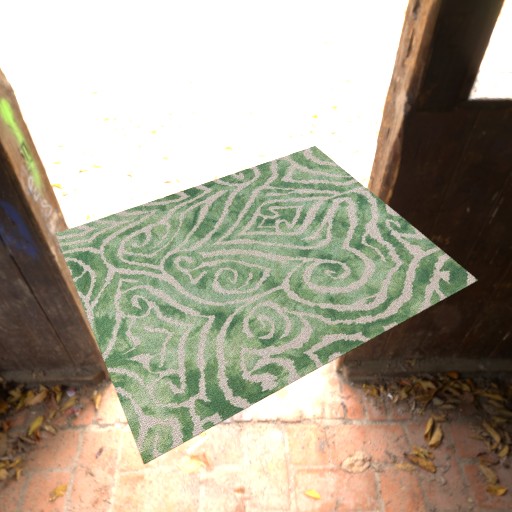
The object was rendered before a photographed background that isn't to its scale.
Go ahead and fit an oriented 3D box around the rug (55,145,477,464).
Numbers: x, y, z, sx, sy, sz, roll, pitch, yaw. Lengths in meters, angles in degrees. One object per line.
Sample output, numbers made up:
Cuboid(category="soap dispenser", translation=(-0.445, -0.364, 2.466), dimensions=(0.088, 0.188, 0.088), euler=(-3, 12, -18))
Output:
Cuboid(category="rug", translation=(0.000, 0.000, 4.052), dimensions=(3.045, 0.007, 2.436), euler=(-23, 51, -20))
